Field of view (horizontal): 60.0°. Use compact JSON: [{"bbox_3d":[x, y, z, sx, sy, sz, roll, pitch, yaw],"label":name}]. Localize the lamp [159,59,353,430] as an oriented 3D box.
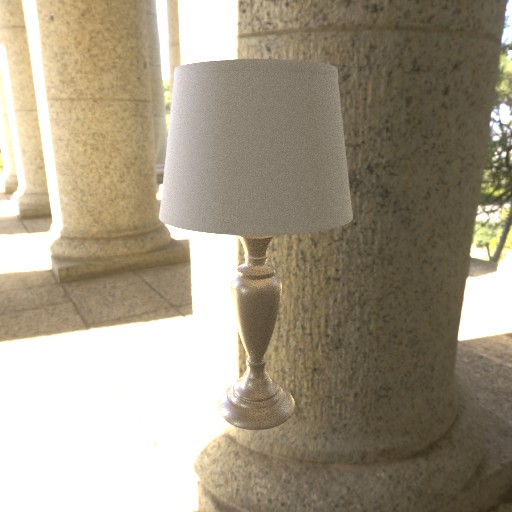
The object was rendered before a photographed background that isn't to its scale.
[{"bbox_3d":[0.000,0.000,0.787,0.328,0.612,0.328,0,16,0],"label":"lamp"}]
